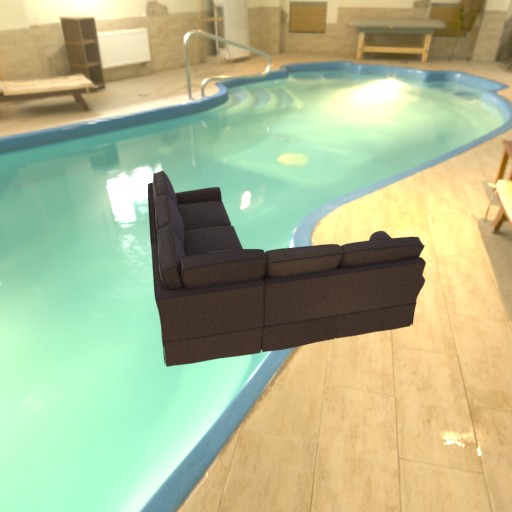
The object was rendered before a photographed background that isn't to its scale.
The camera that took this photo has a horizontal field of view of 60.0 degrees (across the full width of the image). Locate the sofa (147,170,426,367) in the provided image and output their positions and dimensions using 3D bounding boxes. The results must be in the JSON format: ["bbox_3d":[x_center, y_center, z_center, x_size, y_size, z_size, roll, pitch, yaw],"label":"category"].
[{"bbox_3d":[0.000,0.000,5.205,3.773,1.169,2.874,10,34,15],"label":"sofa"}]
